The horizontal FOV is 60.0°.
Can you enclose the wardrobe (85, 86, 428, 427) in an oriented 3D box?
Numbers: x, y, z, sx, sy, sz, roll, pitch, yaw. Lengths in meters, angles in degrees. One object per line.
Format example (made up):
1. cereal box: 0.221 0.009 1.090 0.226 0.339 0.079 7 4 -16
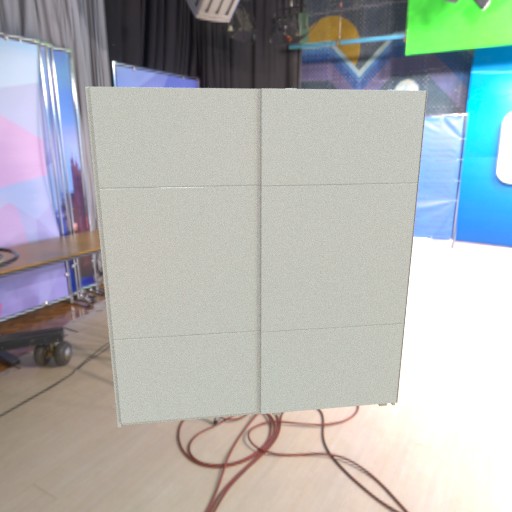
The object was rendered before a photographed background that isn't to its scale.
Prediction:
1. wardrobe: 0.000 0.000 2.825 1.780 1.960 0.629 -2 16 -8
